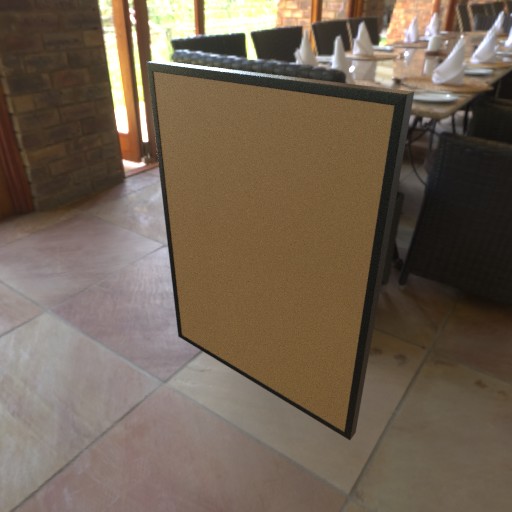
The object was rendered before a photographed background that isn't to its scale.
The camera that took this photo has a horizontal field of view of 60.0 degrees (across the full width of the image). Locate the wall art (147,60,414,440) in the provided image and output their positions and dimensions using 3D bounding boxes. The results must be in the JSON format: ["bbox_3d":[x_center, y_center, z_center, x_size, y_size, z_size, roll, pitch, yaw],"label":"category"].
[{"bbox_3d":[0.000,0.000,1.383,0.804,1.061,0.039,22,37,33],"label":"wall art"}]
